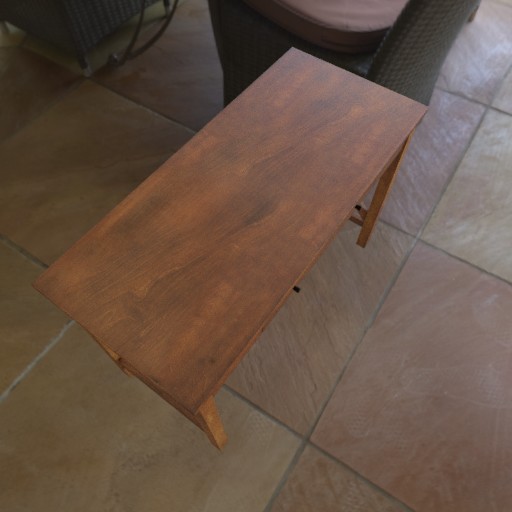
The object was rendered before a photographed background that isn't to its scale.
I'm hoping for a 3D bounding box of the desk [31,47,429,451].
[{"bbox_3d":[0.000,0.000,1.530,0.508,0.762,1.117,32,64,17],"label":"desk"}]
